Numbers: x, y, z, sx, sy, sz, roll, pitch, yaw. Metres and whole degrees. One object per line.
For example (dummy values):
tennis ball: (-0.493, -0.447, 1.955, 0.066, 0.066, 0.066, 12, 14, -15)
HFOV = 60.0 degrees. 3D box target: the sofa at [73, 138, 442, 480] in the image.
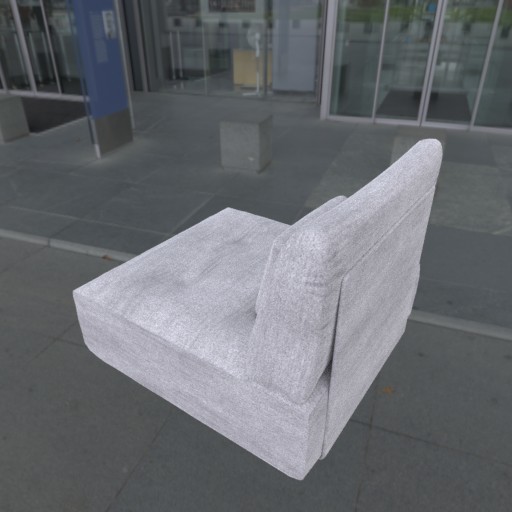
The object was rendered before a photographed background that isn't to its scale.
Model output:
sofa: (0.000, 0.000, 1.653, 1.000, 0.820, 0.930, 19, 35, 30)
